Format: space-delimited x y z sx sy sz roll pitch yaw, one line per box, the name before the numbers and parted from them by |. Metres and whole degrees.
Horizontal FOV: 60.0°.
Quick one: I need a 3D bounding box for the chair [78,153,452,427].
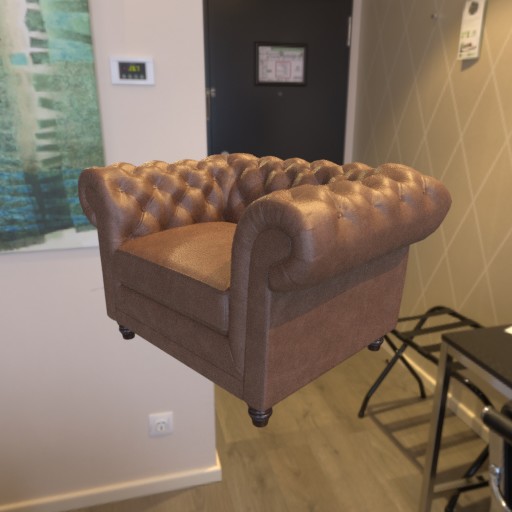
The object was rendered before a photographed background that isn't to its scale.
chair | 0.000 0.000 1.869 0.954 0.784 1.298 -16 23 -42
